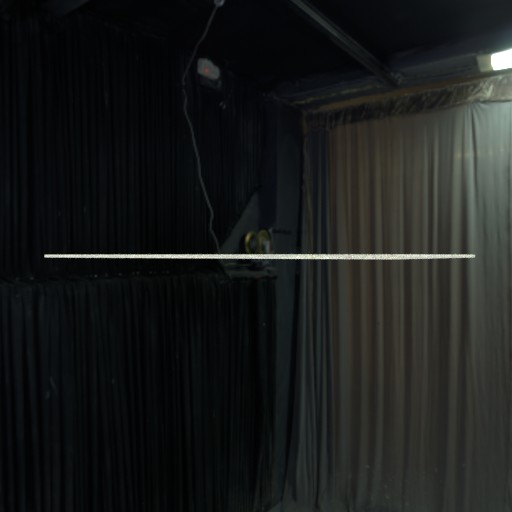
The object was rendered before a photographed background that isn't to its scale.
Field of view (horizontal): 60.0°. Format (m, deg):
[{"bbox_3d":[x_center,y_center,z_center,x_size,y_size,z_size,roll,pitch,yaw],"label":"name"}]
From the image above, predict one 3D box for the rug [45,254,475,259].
[{"bbox_3d":[0.000,0.000,2.829,2.297,0.018,1.532,0,0,36],"label":"rug"}]
